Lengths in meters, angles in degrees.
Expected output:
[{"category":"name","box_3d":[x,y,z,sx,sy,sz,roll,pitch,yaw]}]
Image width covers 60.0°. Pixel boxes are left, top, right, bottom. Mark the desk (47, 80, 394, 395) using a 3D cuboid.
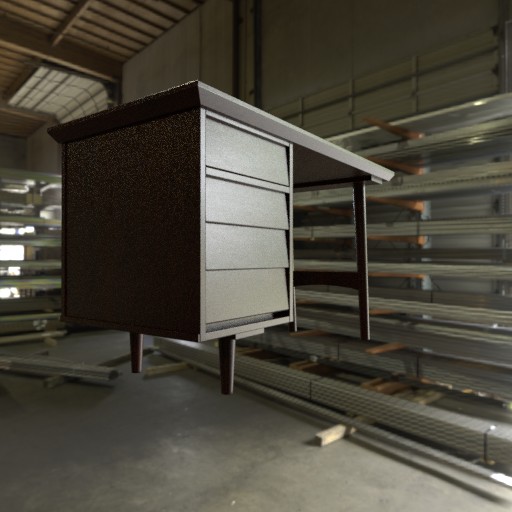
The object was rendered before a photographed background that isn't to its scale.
[{"category":"desk","box_3d":[0.000,0.000,1.656,0.612,0.758,1.277,0,0,36]}]
